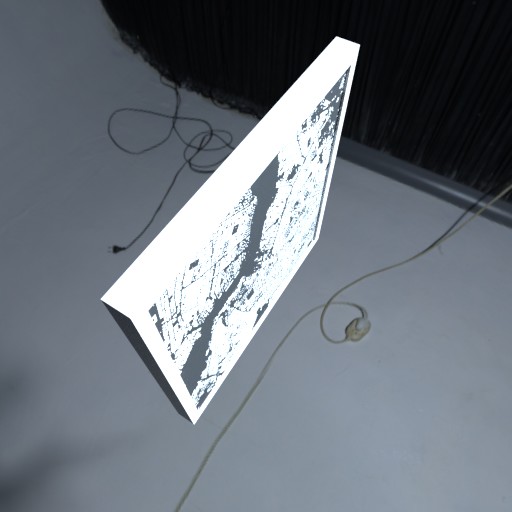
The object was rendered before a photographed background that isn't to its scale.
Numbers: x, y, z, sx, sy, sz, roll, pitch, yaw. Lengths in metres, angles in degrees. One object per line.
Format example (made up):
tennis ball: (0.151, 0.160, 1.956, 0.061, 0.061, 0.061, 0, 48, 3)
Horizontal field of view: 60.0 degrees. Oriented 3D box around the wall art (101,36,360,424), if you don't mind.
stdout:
wall art: (0.000, 0.000, 0.752, 0.038, 0.506, 0.506, 28, 63, 16)
